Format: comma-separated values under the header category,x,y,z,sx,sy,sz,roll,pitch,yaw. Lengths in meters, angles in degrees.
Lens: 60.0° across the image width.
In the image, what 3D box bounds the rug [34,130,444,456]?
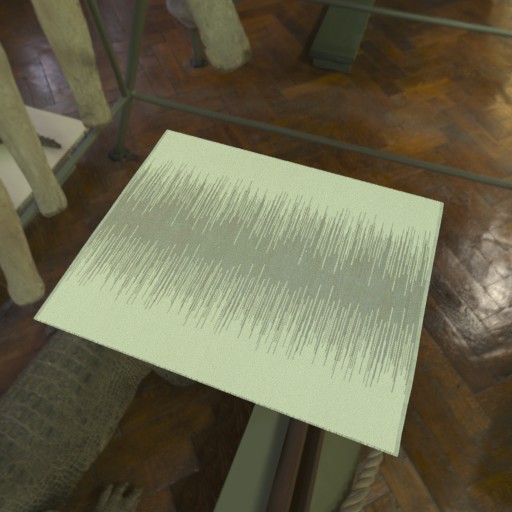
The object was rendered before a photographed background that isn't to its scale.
category,x,y,z,sx,sy,sz,roll,pitch,yaw
rug,0.000,0.000,4.007,3.037,0.010,2.453,17,59,11
